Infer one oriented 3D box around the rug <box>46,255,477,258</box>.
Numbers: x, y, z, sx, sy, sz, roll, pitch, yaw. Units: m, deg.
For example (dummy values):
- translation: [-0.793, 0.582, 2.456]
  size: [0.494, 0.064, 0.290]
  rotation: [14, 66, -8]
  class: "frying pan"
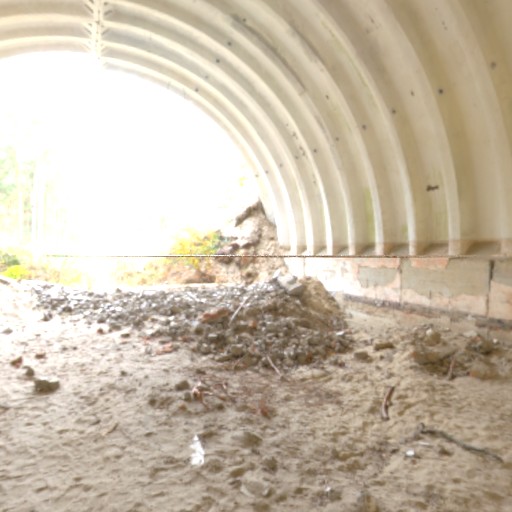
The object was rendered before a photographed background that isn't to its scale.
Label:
- translation: [0.000, 0.000, 2.940]
  size: [2.428, 0.007, 1.519]
  rotation: [0, 0, 35]
  class: "rug"
